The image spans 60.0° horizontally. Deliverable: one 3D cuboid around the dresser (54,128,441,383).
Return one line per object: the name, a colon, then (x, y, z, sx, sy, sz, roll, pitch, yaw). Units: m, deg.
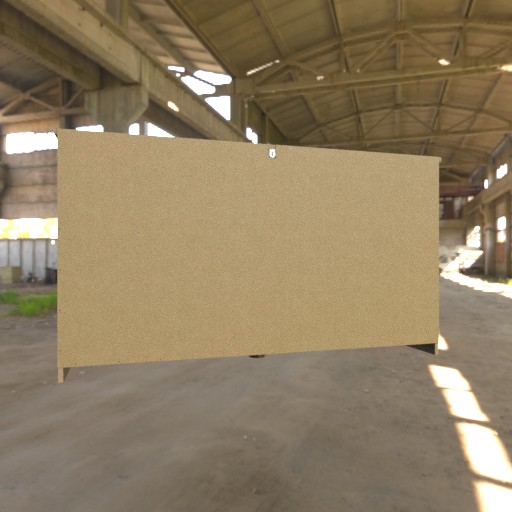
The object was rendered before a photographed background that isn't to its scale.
dresser: (0.000, 0.000, 1.689, 1.360, 0.755, 0.401, 0, 0, -16)
